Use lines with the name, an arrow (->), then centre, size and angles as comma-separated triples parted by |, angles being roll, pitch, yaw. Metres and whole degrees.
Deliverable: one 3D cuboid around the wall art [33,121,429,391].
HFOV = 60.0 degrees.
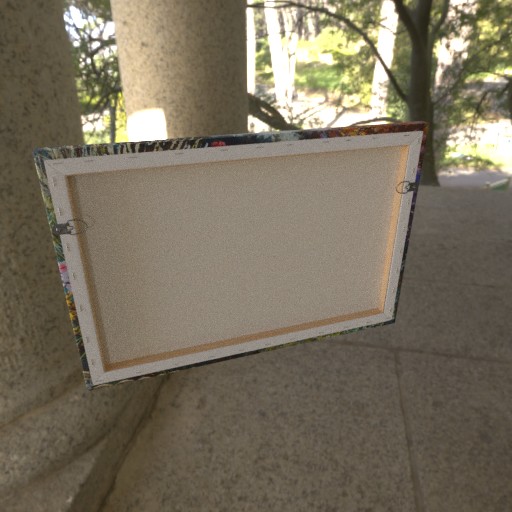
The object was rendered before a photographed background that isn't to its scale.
wall art -> 0.000, 0.000, 1.406 | 1.136, 0.760, 0.042 | -9, 28, -17
